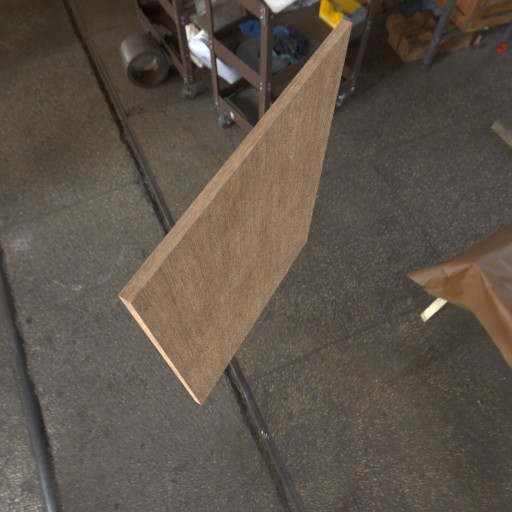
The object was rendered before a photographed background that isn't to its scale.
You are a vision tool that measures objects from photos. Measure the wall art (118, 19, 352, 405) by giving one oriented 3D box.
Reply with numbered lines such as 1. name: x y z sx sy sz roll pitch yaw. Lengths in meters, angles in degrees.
1. wall art: 0.000 0.000 0.877 0.018 0.686 0.534 29 66 14
